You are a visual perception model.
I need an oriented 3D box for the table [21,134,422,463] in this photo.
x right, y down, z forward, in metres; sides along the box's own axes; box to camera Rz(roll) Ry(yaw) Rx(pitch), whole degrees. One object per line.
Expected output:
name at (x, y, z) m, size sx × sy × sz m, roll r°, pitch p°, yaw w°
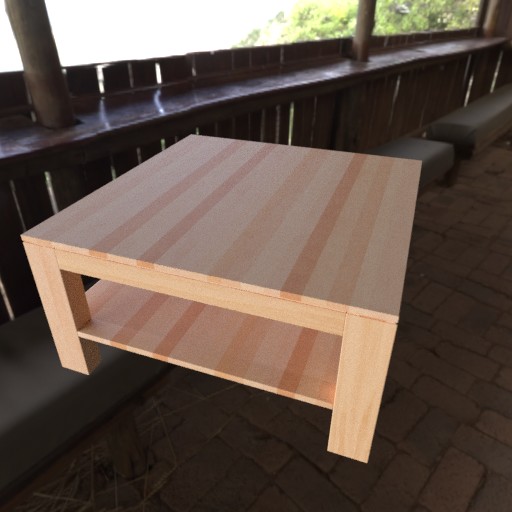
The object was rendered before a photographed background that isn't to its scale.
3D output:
table at (0.000, 0.000, 1.432) m, size 0.900 × 0.450 × 0.900 m, roll 11°, pitch 33°, yaw 17°
